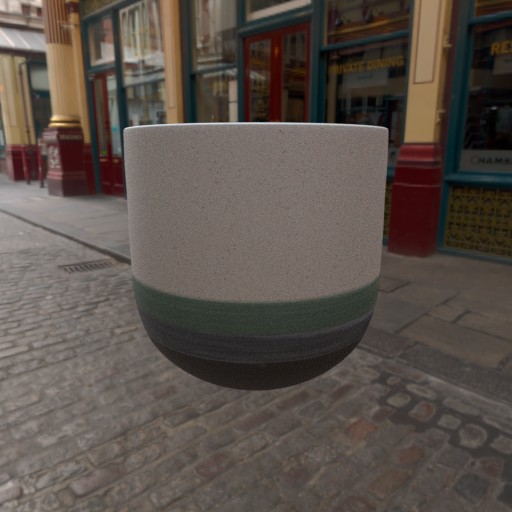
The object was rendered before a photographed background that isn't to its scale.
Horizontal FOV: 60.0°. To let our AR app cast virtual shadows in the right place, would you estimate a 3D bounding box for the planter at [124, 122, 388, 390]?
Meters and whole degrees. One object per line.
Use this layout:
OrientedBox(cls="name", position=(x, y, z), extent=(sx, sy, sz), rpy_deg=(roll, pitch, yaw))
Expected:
OrientedBox(cls="planter", position=(0.000, 0.000, 0.494), extent=(0.268, 0.270, 0.268), rpy_deg=(0, 13, 0))
